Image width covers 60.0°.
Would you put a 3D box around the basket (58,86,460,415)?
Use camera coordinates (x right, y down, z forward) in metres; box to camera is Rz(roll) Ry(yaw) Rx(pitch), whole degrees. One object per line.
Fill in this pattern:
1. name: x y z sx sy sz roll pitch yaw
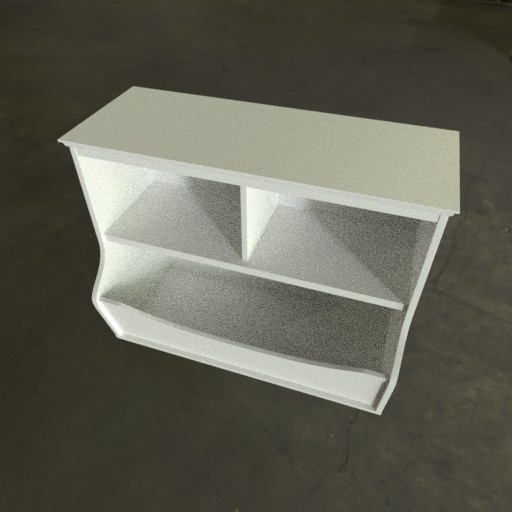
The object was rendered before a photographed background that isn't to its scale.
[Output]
1. basket: 0.000 0.000 1.120 0.792 0.625 0.376 13 43 14
